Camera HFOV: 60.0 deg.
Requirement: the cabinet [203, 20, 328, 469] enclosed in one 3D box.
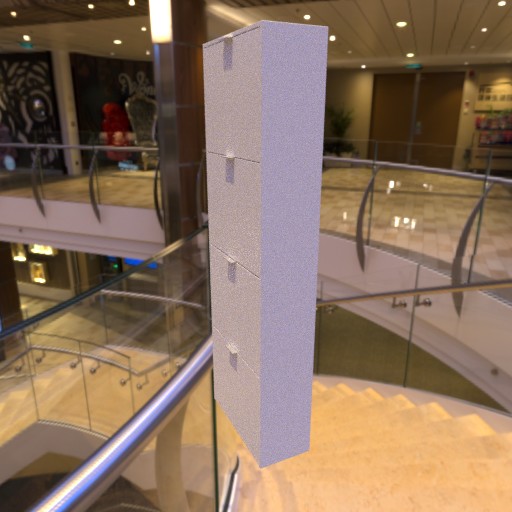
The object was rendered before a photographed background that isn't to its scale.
[{"bbox_3d":[0.000,0.000,1.814,0.255,1.630,0.520,-8,19,-25],"label":"cabinet"}]
